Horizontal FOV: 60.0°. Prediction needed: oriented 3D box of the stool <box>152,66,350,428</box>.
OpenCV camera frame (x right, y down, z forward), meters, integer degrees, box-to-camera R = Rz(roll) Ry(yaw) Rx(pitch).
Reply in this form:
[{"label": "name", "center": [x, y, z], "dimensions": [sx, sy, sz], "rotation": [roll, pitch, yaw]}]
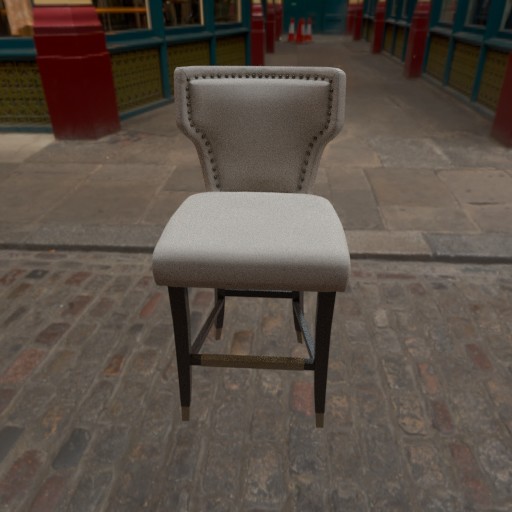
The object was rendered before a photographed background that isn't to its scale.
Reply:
[{"label": "stool", "center": [0.000, 0.000, 1.434], "dimensions": [0.526, 1.092, 0.563], "rotation": [2, 30, 3]}]
